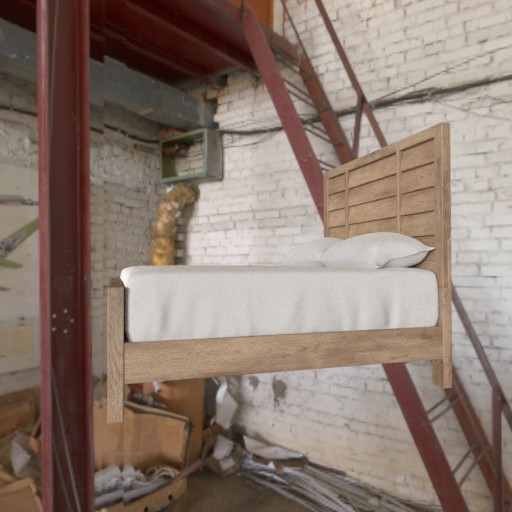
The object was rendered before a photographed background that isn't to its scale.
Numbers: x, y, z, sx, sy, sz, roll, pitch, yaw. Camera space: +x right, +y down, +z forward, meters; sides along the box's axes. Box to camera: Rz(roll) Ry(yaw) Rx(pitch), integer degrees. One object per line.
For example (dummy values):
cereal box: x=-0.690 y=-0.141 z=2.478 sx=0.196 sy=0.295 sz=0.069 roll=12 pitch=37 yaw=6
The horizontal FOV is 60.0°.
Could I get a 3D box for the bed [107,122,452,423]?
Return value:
bed: x=0.000 y=0.000 z=3.191 sx=2.017 sy=1.631 sz=1.615 roll=0 pitch=-1 yaw=-18
